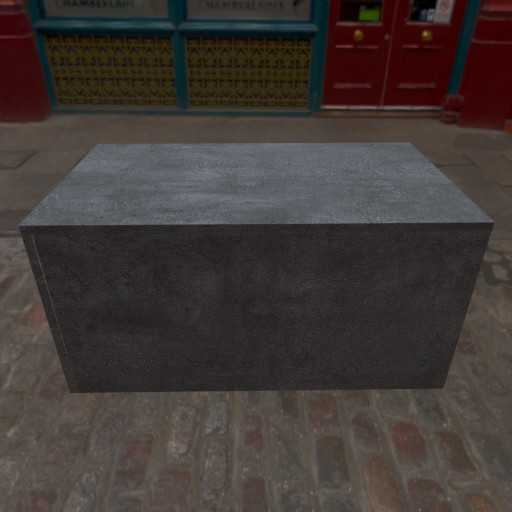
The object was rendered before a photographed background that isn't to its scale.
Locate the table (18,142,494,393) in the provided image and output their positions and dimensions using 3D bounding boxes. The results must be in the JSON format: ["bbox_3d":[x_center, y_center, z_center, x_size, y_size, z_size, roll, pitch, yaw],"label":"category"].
[{"bbox_3d":[0.000,0.000,0.911,0.700,0.350,0.400,0,31,-1],"label":"table"}]
